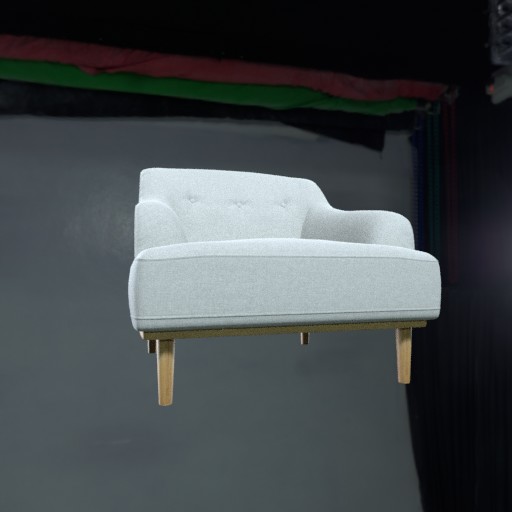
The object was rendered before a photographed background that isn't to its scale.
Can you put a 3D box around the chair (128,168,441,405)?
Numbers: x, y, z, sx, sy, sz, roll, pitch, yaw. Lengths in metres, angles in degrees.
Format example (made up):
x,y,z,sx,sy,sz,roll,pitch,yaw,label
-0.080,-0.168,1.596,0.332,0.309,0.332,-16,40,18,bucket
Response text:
x,y,z,sx,sy,sz,roll,pitch,yaw,label
0.000,0.000,1.680,0.946,0.818,0.951,0,-1,-17,chair
